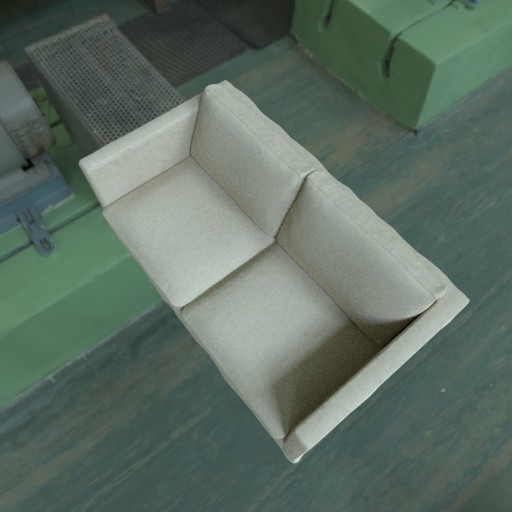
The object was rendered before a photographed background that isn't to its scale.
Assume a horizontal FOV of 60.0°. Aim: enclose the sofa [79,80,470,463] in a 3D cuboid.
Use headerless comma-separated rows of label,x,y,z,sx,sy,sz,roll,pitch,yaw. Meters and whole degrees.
sofa,0.000,0.000,2.259,0.962,0.835,1.719,-36,68,-17
